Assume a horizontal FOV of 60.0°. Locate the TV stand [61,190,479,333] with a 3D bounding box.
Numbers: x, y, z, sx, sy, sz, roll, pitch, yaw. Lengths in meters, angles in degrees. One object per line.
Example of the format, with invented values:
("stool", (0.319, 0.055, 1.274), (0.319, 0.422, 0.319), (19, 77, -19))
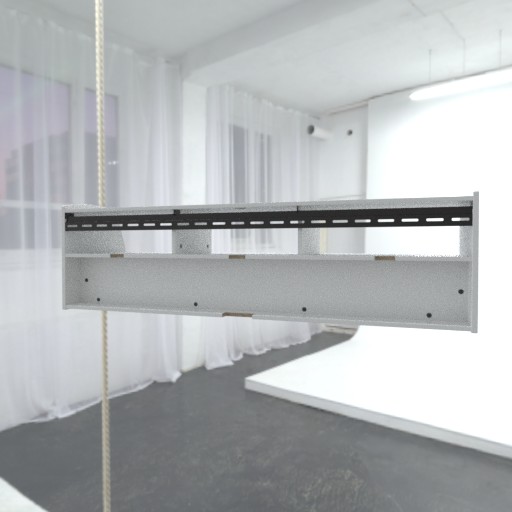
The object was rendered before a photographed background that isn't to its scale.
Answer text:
("TV stand", (0.000, 0.000, 1.686), (1.473, 0.424, 0.397), (0, 1, 19))
